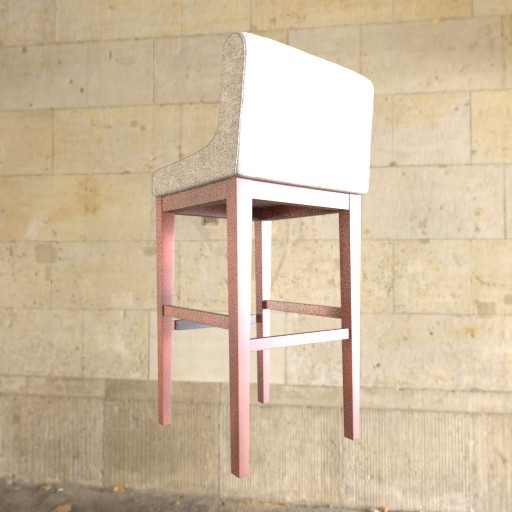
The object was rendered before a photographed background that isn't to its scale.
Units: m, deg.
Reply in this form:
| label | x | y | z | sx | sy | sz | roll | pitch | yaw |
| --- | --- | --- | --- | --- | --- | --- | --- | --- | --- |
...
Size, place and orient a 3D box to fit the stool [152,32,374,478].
| label | x | y | z | sx | sy | sz | roll | pitch | yaw |
| --- | --- | --- | --- | --- | --- | --- | --- | --- | --- |
| stool | 0.000 | 0.000 | 1.231 | 0.426 | 0.965 | 0.499 | 1 | -2 | -36 |
